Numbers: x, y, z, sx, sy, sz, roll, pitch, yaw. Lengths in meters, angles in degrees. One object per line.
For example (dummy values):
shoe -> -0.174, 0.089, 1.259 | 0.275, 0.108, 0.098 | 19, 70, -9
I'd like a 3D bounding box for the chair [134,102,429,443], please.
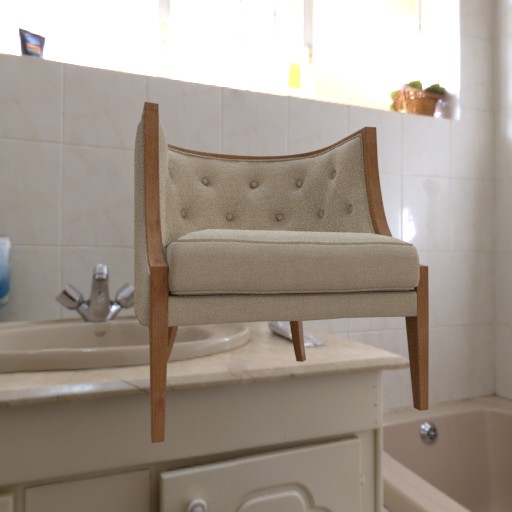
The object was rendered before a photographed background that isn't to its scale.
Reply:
chair -> 0.000, 0.000, 1.346 | 0.711, 0.775, 0.757 | 0, -1, -18
